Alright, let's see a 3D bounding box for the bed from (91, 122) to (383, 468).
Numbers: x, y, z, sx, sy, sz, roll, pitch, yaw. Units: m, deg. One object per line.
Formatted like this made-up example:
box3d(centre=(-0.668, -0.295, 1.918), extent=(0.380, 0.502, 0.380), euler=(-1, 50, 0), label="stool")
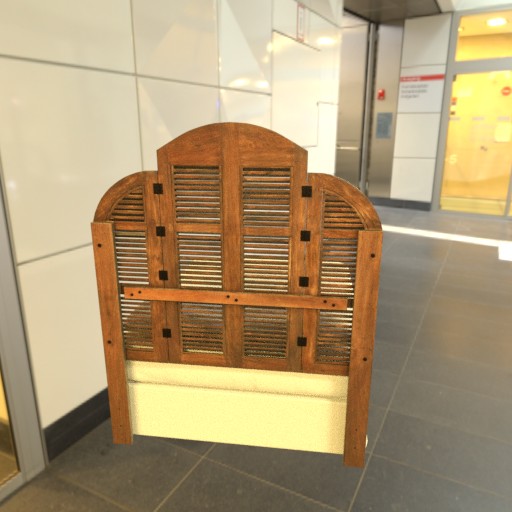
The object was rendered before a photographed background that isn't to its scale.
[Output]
box3d(centre=(0.000, 0.000, 3.532), extent=(1.713, 2.019, 2.138), euler=(2, 16, 8), label="bed")
